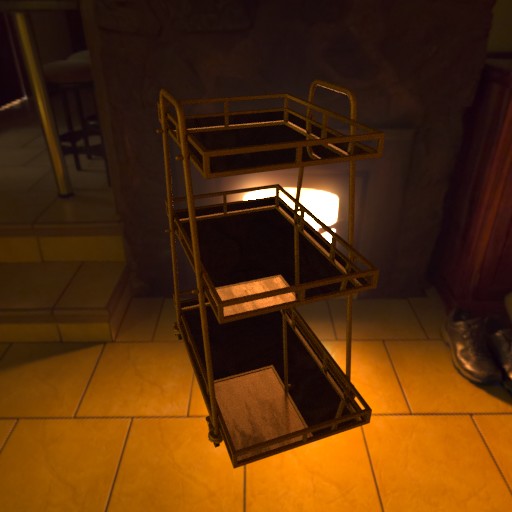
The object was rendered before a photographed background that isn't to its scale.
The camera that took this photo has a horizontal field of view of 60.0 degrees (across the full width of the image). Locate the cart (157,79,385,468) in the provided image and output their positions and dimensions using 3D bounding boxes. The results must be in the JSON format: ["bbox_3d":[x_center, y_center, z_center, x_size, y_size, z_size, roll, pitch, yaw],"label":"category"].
[{"bbox_3d":[0.000,0.000,1.232,0.441,0.883,0.711,-11,32,-18],"label":"cart"}]
